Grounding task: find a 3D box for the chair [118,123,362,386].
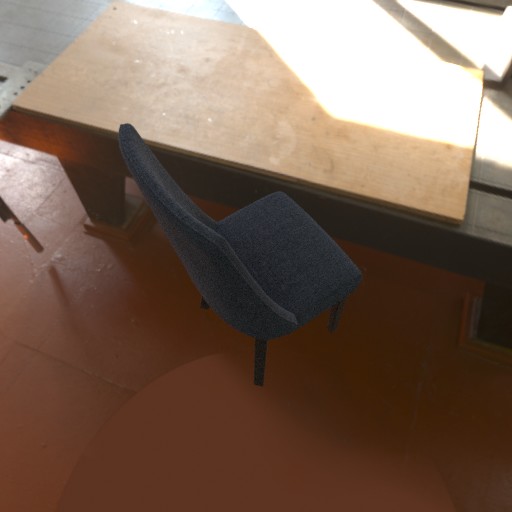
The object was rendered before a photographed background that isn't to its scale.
[{"bbox_3d":[0.000,0.000,1.422,0.577,1.050,0.510,-30,62,-18],"label":"chair"}]
